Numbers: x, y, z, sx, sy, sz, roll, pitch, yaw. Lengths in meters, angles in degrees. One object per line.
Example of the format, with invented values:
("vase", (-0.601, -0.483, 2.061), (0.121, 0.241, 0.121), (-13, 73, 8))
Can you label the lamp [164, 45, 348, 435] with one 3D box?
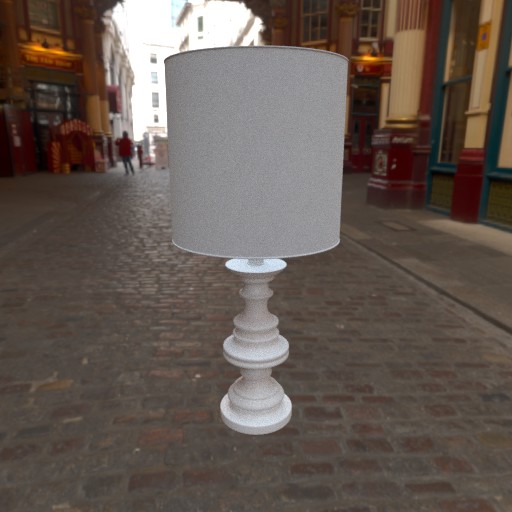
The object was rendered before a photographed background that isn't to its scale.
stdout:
("lamp", (0.000, 0.000, 0.567), (0.208, 0.455, 0.208), (-2, 15, -9))
